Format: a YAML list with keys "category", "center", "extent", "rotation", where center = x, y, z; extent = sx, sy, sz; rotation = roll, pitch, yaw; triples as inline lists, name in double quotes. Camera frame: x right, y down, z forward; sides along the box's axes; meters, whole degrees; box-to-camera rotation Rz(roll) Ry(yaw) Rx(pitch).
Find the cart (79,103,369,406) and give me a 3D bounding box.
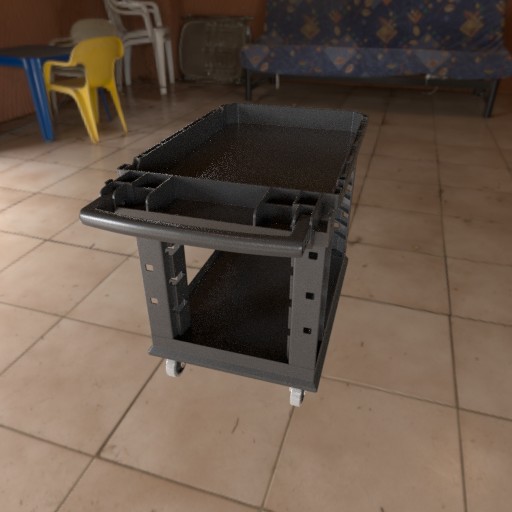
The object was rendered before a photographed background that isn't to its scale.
- category: "cart"
  center: [0.000, 0.000, 1.750]
  extent: [0.674, 0.884, 1.239]
  rotation: [9, 32, 14]
